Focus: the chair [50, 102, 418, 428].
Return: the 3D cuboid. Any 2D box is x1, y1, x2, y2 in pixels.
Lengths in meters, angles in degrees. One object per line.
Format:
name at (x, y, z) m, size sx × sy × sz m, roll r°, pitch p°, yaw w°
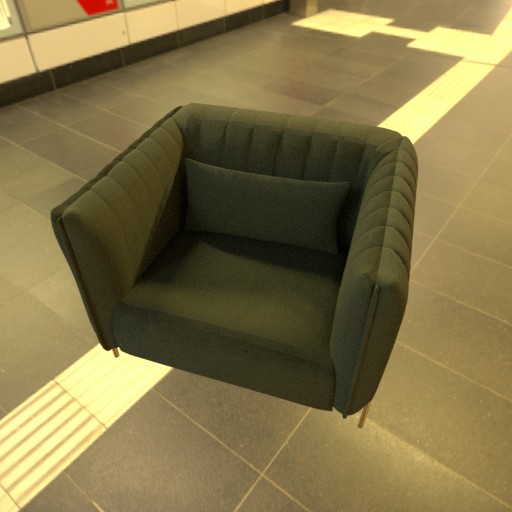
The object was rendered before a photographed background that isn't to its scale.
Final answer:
chair at (0.000, 0.000, 1.654) m, size 1.032 × 0.794 × 0.877 m, roll 12°, pitch 42°, yaw 13°
